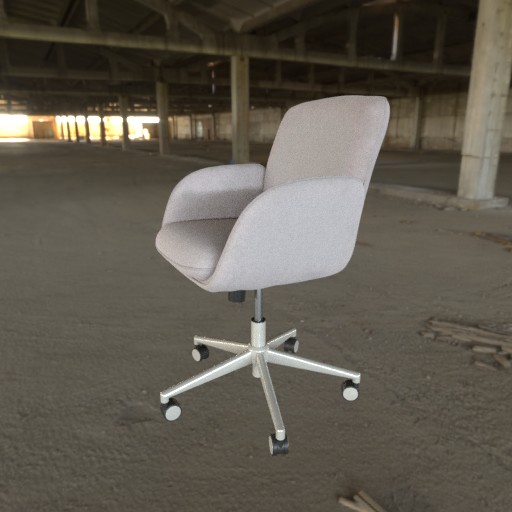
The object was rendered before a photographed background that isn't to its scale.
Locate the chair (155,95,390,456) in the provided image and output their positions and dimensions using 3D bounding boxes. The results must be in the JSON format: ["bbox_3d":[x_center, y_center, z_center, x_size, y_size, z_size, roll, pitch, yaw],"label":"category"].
[{"bbox_3d":[0.000,0.000,1.377,0.654,0.959,0.648,-8,18,-27],"label":"chair"}]
